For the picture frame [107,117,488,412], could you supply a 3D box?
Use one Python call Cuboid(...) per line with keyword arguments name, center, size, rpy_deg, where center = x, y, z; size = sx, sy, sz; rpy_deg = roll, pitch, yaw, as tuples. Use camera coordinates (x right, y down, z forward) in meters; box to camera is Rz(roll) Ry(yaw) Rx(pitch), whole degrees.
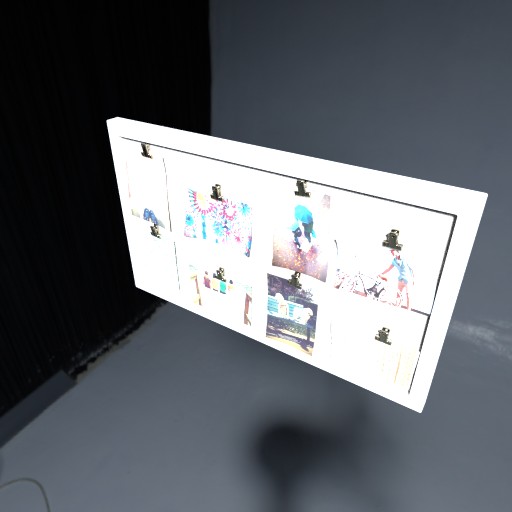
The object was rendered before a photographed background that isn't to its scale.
Cuboid(name="picture frame", center=(0.000, 0.000, 0.774), size=(0.647, 0.379, 0.044), rpy_deg=(19, 37, 27))
